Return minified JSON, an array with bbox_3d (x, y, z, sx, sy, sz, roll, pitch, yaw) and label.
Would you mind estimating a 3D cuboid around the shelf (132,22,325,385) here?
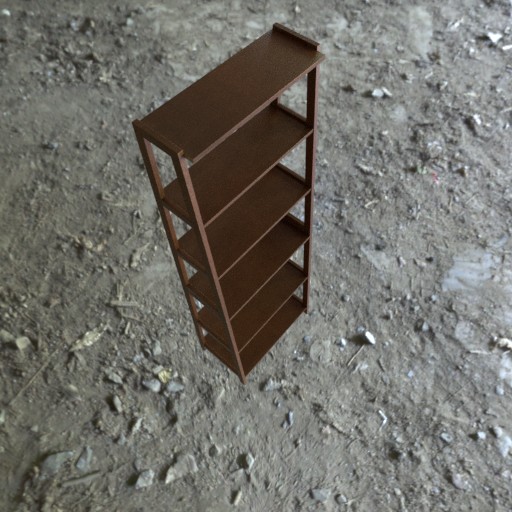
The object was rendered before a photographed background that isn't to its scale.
[{"bbox_3d":[0.000,0.000,2.148,0.382,1.892,0.660,37,65,20],"label":"shelf"}]
